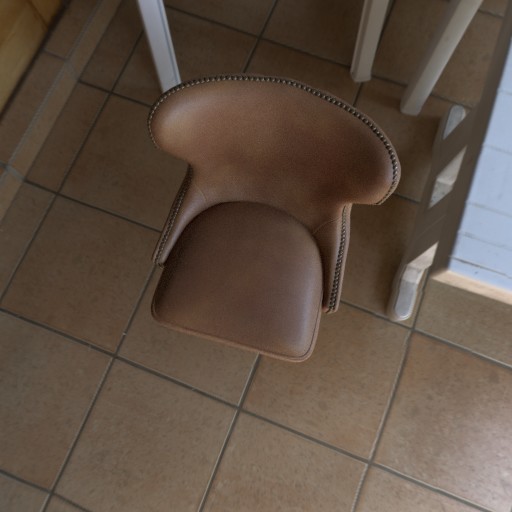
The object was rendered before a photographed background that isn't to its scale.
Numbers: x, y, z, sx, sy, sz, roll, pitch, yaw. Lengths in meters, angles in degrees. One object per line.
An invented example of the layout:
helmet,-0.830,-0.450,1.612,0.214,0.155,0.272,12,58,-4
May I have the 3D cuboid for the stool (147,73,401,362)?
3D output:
stool,0.000,0.000,1.453,0.591,1.087,0.606,15,77,4
